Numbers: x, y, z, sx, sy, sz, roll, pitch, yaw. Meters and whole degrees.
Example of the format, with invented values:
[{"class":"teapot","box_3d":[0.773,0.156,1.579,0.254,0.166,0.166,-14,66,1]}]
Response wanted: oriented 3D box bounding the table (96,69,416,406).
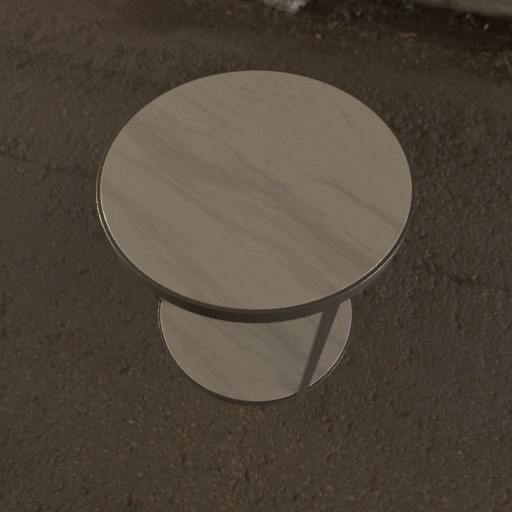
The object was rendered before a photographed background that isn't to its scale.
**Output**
[{"class":"table","box_3d":[0.000,0.000,0.832,0.445,0.479,0.445,0,59,0]}]
